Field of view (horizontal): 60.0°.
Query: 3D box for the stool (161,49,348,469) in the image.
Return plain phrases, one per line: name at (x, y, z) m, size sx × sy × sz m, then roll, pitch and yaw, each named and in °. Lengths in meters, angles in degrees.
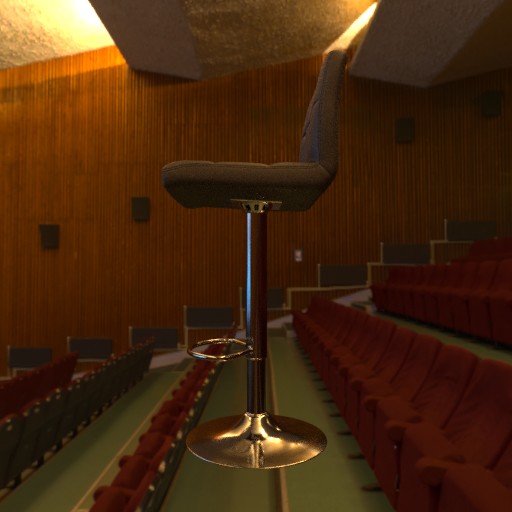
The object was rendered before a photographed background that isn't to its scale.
stool at (0.000, 0.000, 1.364) m, size 0.505 × 1.115 × 0.430 m, roll 0°, pitch -2°, yaw 0°
